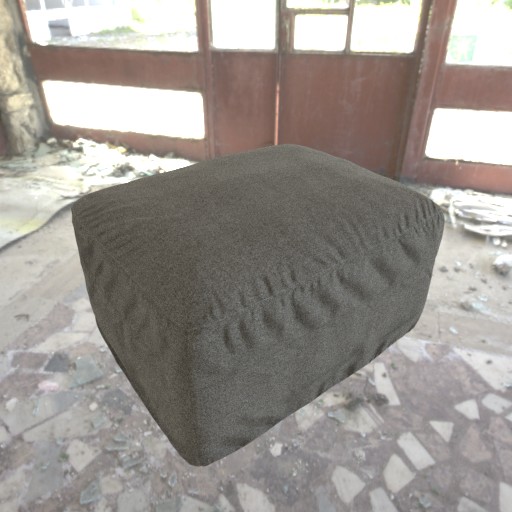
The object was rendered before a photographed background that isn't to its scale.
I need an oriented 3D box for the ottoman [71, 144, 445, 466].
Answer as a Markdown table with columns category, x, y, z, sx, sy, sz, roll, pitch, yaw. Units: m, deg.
| category | x | y | z | sx | sy | sz | roll | pitch | yaw |
| --- | --- | --- | --- | --- | --- | --- | --- | --- | --- |
| ottoman | 0.000 | 0.000 | 1.253 | 0.837 | 0.481 | 0.683 | -22 | 38 | -31 |
